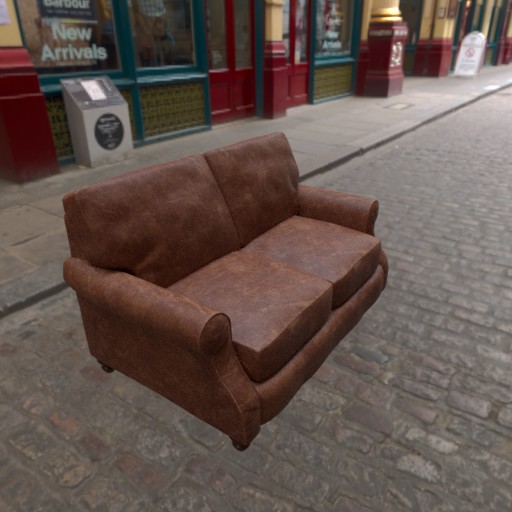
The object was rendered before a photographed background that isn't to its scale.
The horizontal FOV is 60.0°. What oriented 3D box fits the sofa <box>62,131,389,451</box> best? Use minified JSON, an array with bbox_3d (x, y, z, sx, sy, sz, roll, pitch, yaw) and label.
[{"bbox_3d":[0.000,0.000,2.241,0.990,0.967,1.616,17,30,31],"label":"sofa"}]
